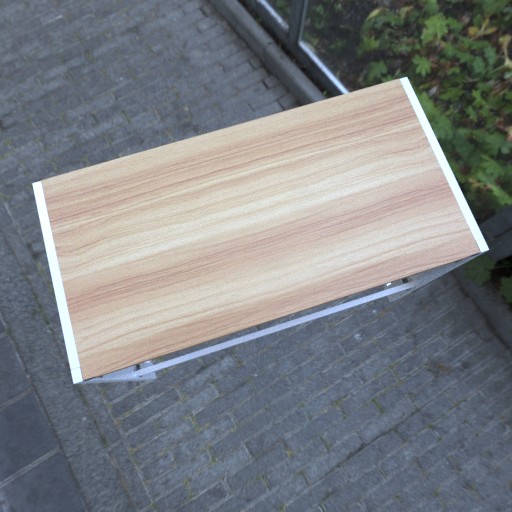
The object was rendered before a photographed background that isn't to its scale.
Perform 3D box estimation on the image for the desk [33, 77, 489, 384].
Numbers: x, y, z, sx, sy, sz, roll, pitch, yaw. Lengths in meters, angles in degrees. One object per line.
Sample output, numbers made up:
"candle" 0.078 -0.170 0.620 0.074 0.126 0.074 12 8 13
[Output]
"desk" 0.000 0.000 1.452 1.016 0.762 0.508 -17 76 -5
